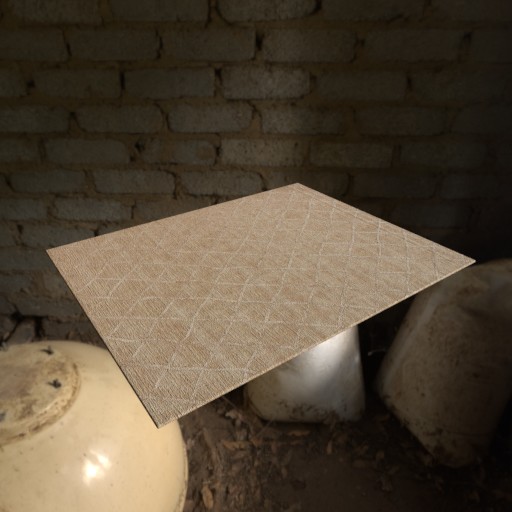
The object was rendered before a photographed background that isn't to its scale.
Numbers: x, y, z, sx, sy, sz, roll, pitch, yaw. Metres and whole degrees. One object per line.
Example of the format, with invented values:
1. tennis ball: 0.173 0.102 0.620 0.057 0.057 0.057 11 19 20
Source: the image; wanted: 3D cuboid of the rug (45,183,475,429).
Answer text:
1. rug: 0.000 0.000 3.996 3.039 0.019 2.420 -20 35 -31
